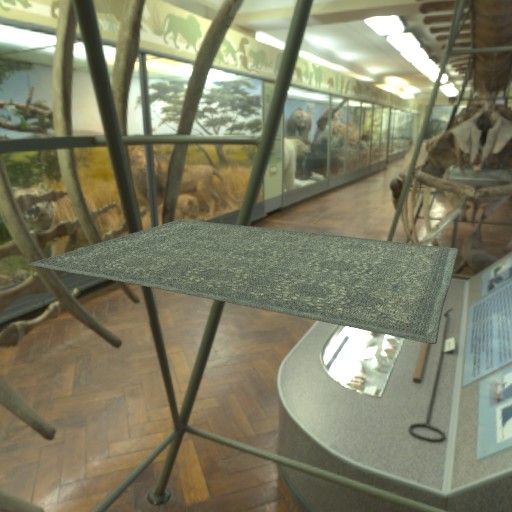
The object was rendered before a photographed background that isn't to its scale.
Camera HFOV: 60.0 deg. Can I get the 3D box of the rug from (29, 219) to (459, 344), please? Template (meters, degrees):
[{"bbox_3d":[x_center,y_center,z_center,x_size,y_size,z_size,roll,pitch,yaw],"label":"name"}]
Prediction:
[{"bbox_3d":[0.000,0.000,2.254,1.830,0.016,1.224,8,18,25],"label":"rug"}]
